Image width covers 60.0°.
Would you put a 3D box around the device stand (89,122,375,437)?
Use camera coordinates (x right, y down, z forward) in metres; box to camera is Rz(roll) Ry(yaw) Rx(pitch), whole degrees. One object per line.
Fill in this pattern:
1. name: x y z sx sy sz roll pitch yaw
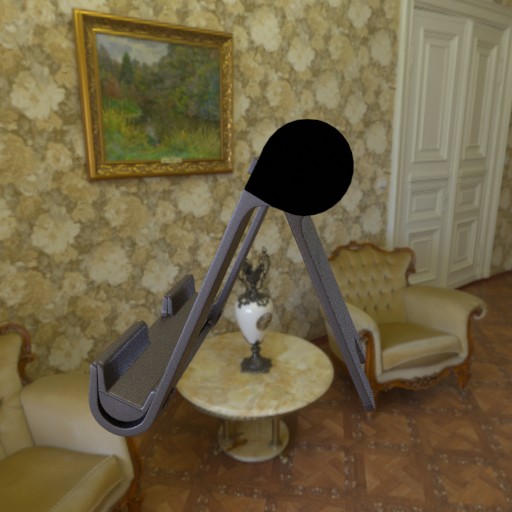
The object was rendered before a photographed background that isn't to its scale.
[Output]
1. device stand: 0.000 0.000 0.149 0.079 0.084 0.088 2 14 8
